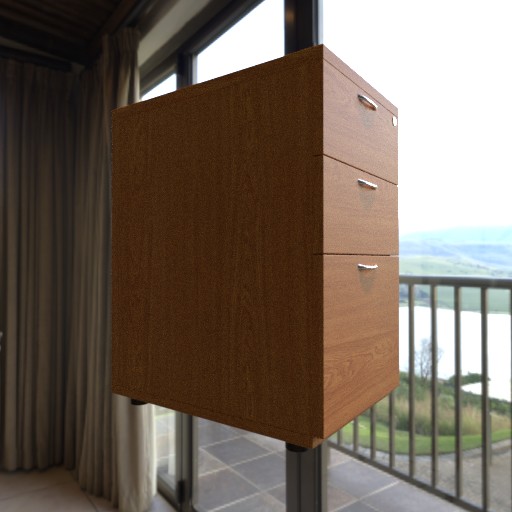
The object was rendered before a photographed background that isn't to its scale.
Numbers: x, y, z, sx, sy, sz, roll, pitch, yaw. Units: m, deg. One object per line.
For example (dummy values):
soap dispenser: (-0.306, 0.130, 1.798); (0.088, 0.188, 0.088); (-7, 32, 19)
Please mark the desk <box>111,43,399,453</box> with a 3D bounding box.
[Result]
desk: (0.000, 0.000, 1.096); (0.600, 0.730, 0.404); (0, -1, 36)
